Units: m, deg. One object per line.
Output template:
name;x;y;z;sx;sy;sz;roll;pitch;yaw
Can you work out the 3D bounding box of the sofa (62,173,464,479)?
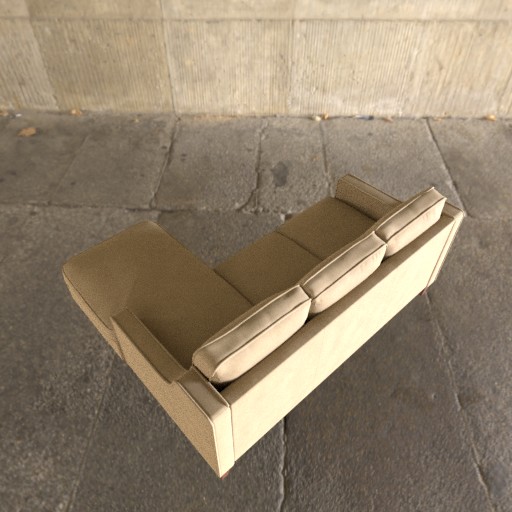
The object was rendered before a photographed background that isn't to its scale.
sofa;0.000;0.000;3.306;2.317;1.066;1.858;-33;54;-28
